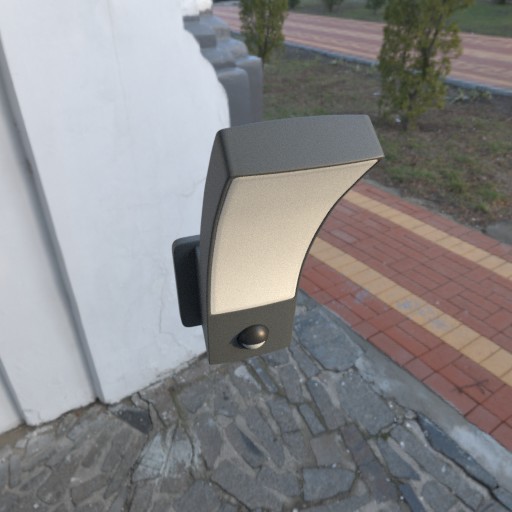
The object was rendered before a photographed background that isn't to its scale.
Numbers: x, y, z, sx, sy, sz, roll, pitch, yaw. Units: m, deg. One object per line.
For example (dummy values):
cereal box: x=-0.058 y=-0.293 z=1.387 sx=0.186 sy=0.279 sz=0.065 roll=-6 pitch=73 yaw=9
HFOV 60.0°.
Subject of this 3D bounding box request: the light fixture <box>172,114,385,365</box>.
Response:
light fixture: x=0.000 y=0.000 z=0.336 sx=0.108 sy=0.243 sz=0.174 roll=-10 pitch=34 yaw=-15
